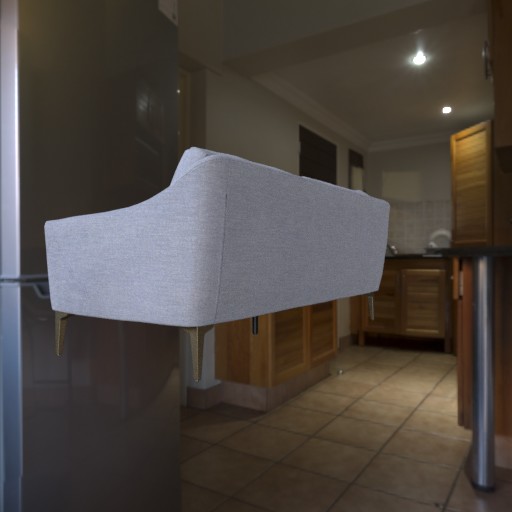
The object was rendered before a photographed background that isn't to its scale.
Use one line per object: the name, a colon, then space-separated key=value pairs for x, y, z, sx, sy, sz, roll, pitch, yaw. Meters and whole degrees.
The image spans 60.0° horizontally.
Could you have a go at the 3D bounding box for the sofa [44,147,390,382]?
sofa: x=0.000 y=0.000 z=2.579 sx=0.980 sy=0.913 sz=2.036 roll=0 pitch=1 yaw=35
